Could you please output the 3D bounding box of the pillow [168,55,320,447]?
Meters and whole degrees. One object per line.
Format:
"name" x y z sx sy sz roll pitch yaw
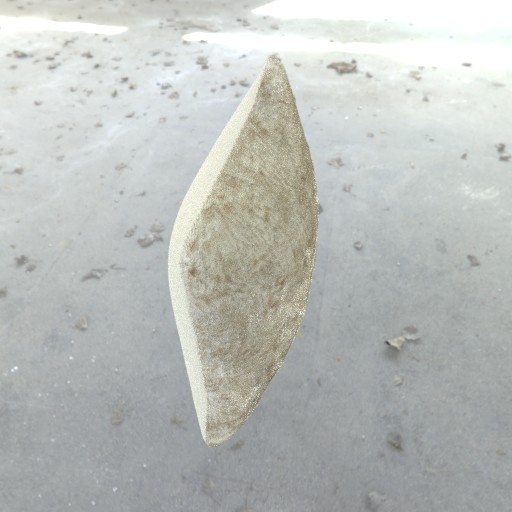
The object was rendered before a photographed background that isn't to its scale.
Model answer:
"pillow" 0.000 0.000 0.807 0.216 0.525 0.538 9 46 9
